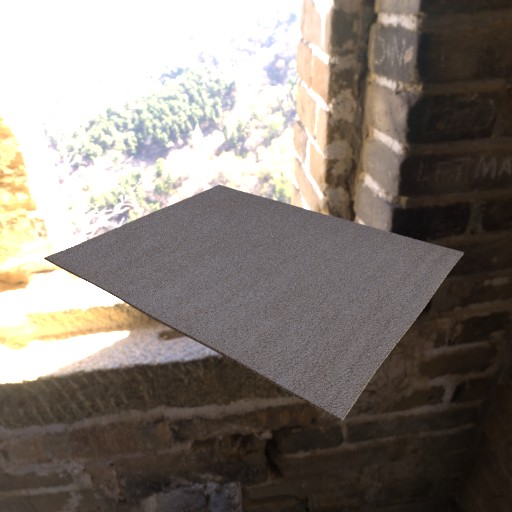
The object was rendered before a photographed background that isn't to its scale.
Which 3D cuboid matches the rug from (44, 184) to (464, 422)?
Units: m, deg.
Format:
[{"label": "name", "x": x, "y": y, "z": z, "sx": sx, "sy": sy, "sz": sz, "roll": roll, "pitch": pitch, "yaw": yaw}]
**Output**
[{"label": "rug", "x": 0.000, "y": 0.000, "z": 4.054, "sx": 3.000, "sy": 0.026, "sz": 2.400, "roll": 20, "pitch": 35, "yaw": 32}]
